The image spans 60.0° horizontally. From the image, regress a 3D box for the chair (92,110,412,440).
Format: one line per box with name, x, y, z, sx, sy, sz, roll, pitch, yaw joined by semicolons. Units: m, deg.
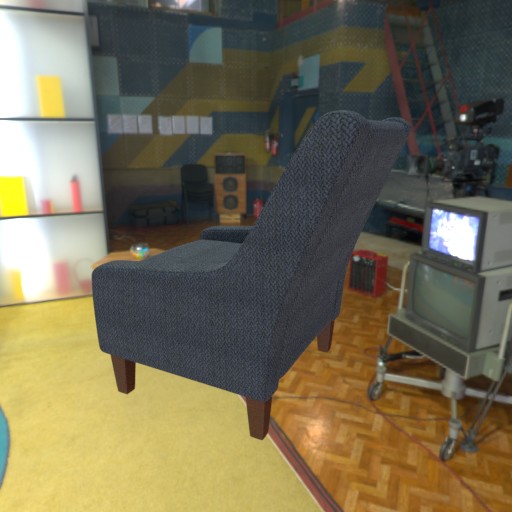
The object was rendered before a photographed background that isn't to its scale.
chair;0.000;0.000;1.685;0.944;1.012;0.793;8;18;26
